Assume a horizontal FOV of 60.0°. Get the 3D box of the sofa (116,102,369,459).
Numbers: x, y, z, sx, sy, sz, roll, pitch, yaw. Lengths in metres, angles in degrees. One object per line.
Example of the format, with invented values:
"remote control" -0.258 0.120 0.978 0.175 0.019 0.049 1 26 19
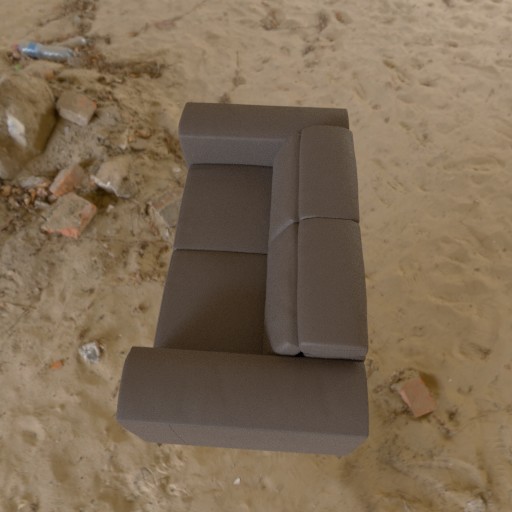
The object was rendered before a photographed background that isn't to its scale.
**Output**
"sofa" 0.000 0.000 2.383 1.003 0.779 1.895 3 58 2
